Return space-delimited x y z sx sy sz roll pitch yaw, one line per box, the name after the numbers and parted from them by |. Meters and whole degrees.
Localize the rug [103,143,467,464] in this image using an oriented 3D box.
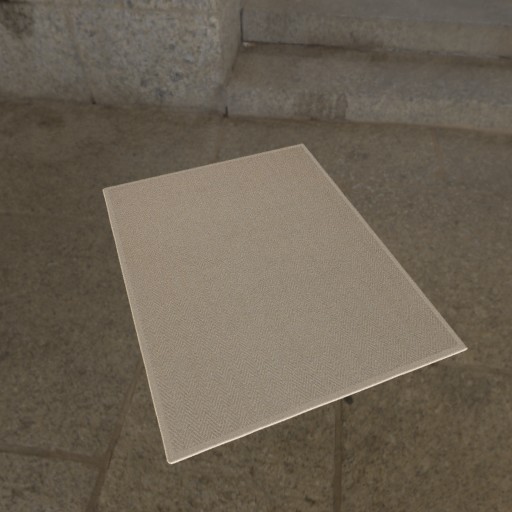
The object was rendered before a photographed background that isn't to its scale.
0.000 0.000 4.155 2.407 0.020 3.051 -16 50 -14 | rug
